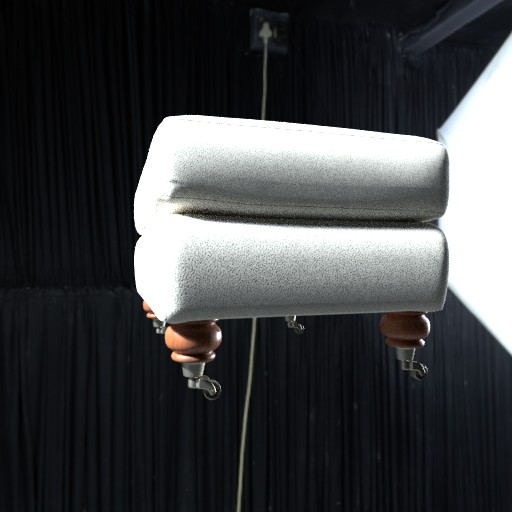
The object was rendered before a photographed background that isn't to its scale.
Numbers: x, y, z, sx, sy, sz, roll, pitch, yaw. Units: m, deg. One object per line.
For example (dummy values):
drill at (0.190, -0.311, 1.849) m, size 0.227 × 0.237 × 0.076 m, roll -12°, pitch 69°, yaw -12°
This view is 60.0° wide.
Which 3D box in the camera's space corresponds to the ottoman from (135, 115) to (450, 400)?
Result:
ottoman at (0.000, 0.000, 1.112) m, size 0.569 × 0.499 × 0.773 m, roll 0°, pitch -1°, yaw -18°
